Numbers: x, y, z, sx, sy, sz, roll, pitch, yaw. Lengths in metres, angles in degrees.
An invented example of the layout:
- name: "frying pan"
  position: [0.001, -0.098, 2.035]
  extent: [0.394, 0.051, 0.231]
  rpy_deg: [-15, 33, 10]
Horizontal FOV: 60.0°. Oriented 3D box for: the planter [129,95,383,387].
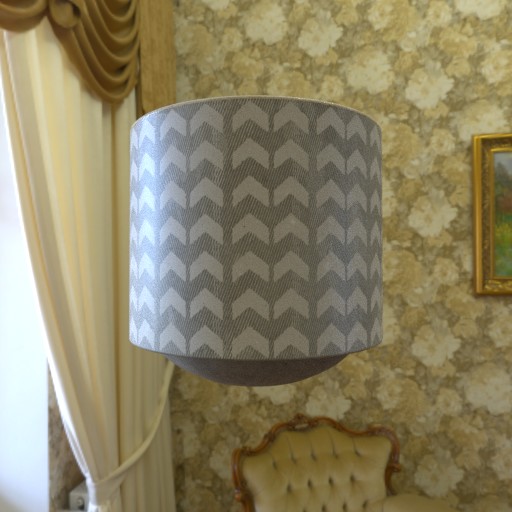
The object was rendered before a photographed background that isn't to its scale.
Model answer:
- name: "planter"
  position: [0.000, 0.000, 0.456]
  extent: [0.250, 0.239, 0.250]
  rpy_deg: [0, -1, 0]
